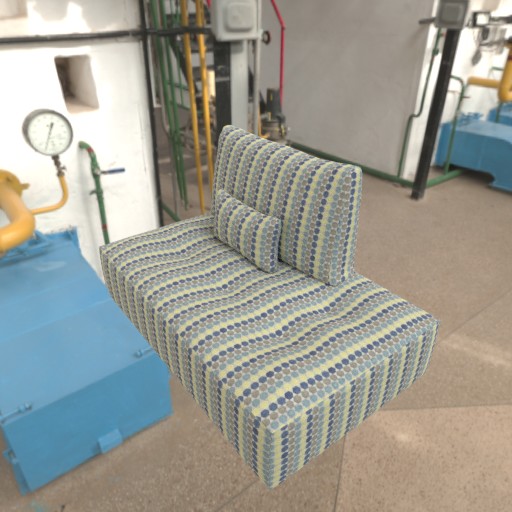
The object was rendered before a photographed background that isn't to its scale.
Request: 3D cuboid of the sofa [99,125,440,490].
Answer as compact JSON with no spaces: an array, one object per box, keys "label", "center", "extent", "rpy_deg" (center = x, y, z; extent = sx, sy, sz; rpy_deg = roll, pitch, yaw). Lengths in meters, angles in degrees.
[{"label":"sofa","center":[0.000,0.000,2.004],"extent":[1.000,0.820,1.450],"rpy_deg":[-21,37,-31]}]
